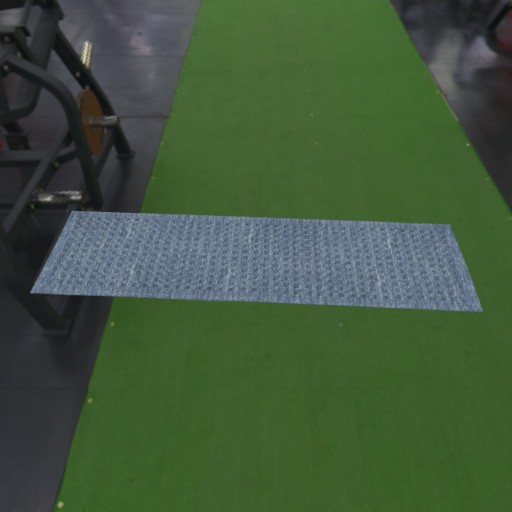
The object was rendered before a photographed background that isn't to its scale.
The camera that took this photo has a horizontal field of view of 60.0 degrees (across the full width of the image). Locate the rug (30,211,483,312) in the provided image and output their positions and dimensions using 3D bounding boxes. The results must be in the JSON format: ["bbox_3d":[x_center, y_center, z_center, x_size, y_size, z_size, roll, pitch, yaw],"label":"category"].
[{"bbox_3d":[0.000,0.000,2.621,2.443,0.008,0.688,2,47,2],"label":"rug"}]
